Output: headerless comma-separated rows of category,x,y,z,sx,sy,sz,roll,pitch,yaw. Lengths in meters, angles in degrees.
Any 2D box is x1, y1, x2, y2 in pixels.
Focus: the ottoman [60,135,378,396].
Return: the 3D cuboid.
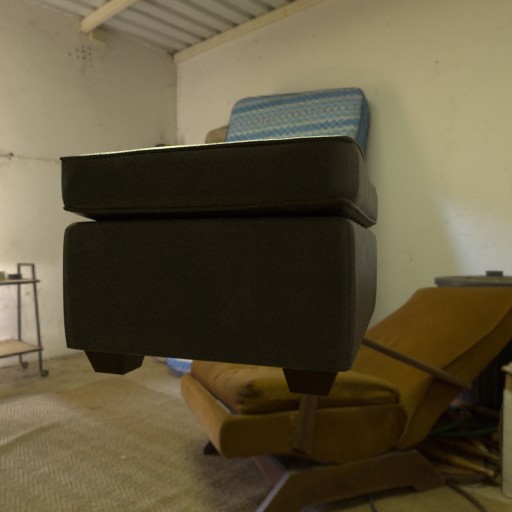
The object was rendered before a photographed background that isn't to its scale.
ottoman,0.000,0.000,1.093,0.554,0.445,0.756,0,1,18
